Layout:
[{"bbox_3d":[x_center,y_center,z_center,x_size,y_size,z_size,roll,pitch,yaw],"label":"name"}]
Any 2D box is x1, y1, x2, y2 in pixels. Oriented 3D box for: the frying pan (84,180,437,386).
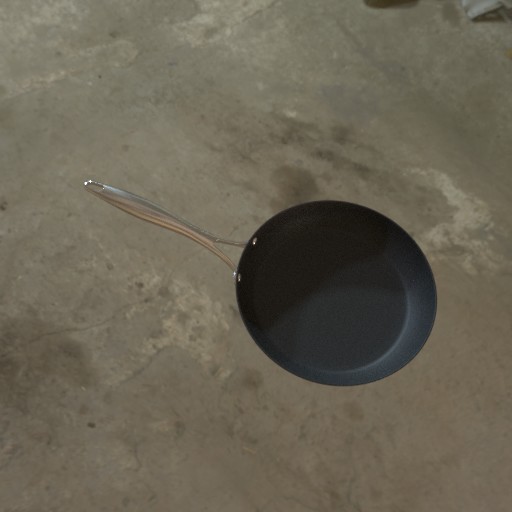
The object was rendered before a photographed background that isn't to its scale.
[{"bbox_3d":[0.000,0.000,0.581,0.472,0.105,0.255,19,65,9],"label":"frying pan"}]
